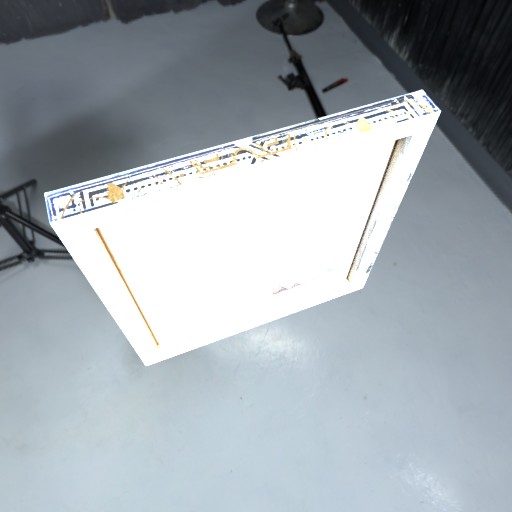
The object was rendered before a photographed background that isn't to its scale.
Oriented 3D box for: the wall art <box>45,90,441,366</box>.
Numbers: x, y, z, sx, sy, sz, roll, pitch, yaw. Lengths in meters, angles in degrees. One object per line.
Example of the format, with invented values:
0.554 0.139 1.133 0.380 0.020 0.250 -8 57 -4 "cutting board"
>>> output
0.000 0.000 0.619 0.411 0.410 0.038 -18 60 -11 "wall art"
